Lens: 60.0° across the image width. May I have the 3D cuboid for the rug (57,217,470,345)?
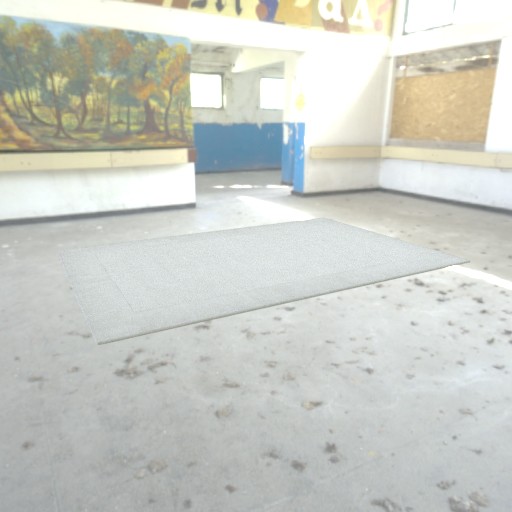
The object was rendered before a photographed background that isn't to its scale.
[{"bbox_3d":[0.000,0.000,2.343,1.829,0.013,1.219,-9,19,-28],"label":"rug"}]
